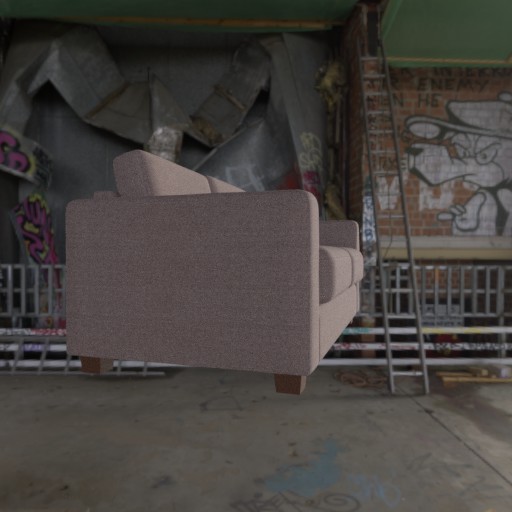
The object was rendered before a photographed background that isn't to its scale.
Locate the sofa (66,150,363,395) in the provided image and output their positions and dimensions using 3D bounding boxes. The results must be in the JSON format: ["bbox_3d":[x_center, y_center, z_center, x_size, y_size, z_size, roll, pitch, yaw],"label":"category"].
[{"bbox_3d":[0.000,0.000,2.087,0.900,0.800,1.520,0,1,18],"label":"sofa"}]
